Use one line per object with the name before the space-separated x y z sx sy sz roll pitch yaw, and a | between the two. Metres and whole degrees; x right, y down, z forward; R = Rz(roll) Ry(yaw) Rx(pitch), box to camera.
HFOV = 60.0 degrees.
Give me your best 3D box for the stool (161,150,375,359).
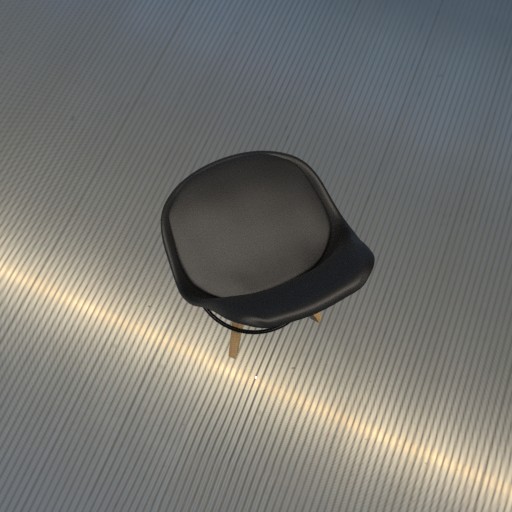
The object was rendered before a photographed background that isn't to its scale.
stool | 0.000 0.000 1.369 0.485 1.115 0.550 -22 76 -6
